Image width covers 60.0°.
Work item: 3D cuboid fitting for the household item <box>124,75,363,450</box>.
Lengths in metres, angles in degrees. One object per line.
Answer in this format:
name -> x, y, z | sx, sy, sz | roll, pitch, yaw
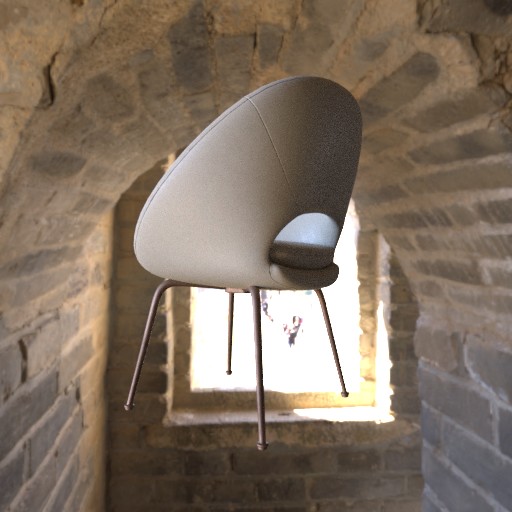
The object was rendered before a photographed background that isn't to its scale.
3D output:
household item -> 0.000, 0.000, 1.268 | 0.573, 0.852, 0.623 | 0, 0, 35
